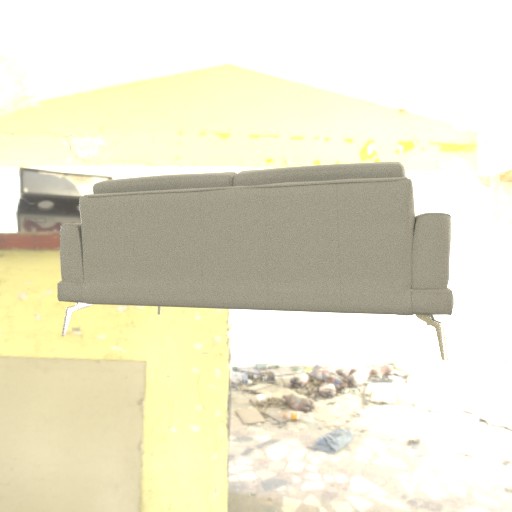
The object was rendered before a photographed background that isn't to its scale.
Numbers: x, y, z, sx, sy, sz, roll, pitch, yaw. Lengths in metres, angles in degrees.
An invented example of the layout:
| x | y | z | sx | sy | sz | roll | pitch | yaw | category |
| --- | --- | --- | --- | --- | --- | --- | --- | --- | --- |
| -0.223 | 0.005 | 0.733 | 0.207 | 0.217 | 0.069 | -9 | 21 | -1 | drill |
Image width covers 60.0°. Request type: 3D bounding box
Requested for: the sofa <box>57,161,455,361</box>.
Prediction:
| x | y | z | sx | sy | sz | roll | pitch | yaw | category |
| --- | --- | --- | --- | --- | --- | --- | --- | --- | --- |
| 0.000 | 0.000 | 2.756 | 2.177 | 0.930 | 1.121 | 0 | 0 | 18 | sofa |
